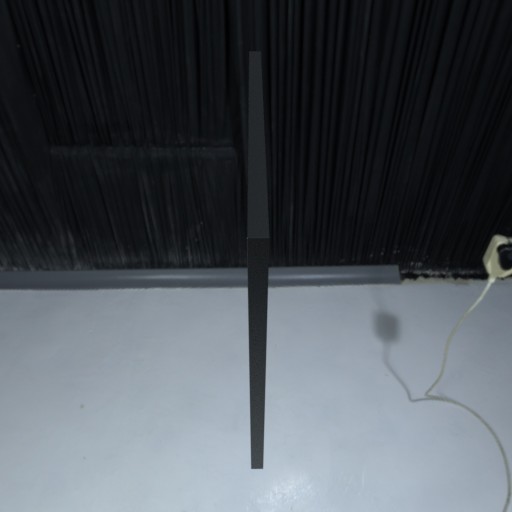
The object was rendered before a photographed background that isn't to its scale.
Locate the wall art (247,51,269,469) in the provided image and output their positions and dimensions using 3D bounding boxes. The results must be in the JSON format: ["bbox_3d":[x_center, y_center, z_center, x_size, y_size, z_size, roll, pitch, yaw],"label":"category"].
[{"bbox_3d":[0.000,0.000,1.161,0.031,0.775,0.773,0,42,0],"label":"wall art"}]
